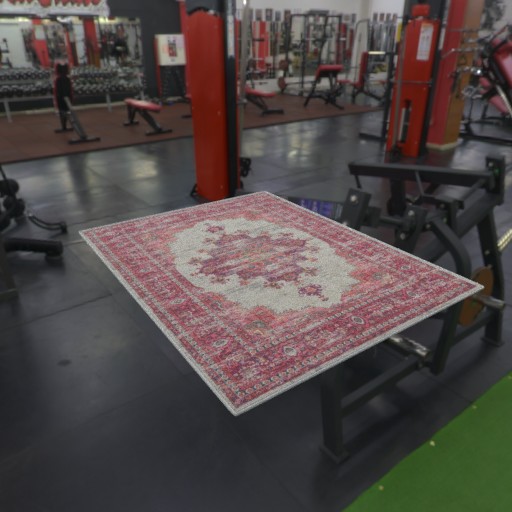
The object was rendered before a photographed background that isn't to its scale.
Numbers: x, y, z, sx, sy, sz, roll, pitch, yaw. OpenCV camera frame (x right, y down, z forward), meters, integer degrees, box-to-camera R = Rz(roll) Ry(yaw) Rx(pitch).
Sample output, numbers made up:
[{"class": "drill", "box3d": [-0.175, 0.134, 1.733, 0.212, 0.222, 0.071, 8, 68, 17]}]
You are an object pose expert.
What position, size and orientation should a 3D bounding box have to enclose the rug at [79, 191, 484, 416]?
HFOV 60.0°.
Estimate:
[{"class": "rug", "box3d": [0.000, 0.000, 4.185, 2.447, 0.017, 3.123, -17, 31, -31]}]
